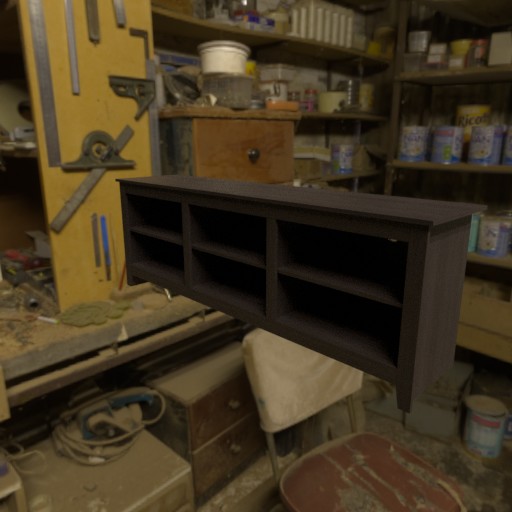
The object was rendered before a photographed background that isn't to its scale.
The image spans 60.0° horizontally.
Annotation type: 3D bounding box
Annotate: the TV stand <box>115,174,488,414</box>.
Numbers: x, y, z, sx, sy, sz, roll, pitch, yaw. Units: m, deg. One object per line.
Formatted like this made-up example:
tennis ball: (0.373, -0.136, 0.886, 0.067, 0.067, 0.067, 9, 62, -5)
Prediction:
TV stand: (0.000, 0.000, 2.024, 0.406, 0.610, 1.778, -14, 21, -43)
